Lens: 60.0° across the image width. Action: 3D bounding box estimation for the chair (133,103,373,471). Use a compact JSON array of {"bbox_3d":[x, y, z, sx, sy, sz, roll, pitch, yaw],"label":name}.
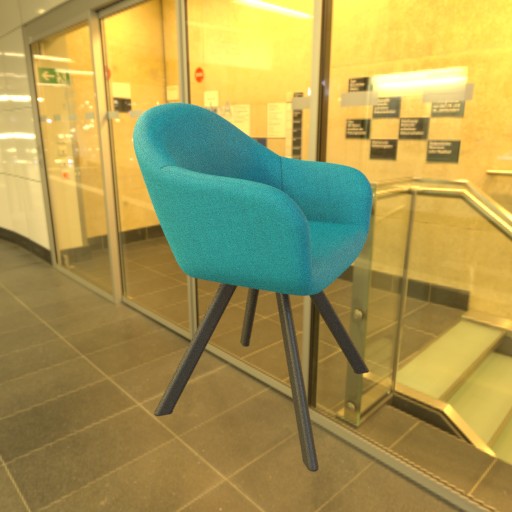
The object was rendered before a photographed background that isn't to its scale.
[{"bbox_3d":[0.000,0.000,1.196,0.550,0.795,0.590,8,17,26],"label":"chair"}]
